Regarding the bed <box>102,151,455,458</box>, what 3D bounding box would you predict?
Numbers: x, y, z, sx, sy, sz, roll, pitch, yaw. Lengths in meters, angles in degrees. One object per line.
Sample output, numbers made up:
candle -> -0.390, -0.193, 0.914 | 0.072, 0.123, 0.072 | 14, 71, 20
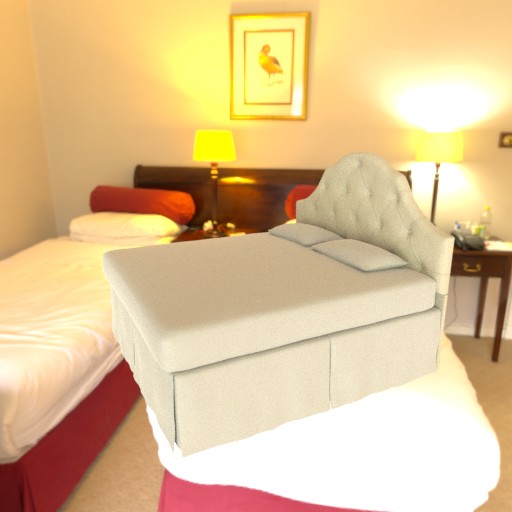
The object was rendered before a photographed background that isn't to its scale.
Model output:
bed -> 0.000, 0.000, 3.471 | 2.086, 1.555, 2.012 | -8, 18, -26
